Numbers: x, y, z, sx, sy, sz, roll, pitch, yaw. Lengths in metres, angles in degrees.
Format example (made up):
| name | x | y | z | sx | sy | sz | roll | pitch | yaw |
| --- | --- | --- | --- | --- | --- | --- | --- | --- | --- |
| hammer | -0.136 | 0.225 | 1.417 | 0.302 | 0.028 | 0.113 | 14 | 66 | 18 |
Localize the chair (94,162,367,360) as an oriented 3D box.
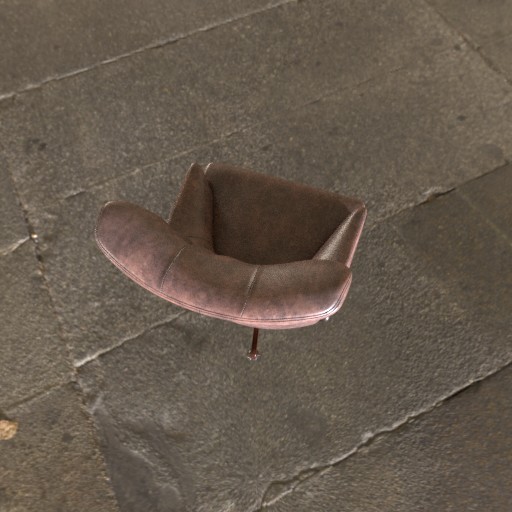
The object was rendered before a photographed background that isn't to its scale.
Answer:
| name | x | y | z | sx | sy | sz | roll | pitch | yaw |
| --- | --- | --- | --- | --- | --- | --- | --- | --- | --- |
| chair | 0.000 | 0.000 | 1.498 | 0.641 | 1.035 | 0.762 | 16 | 64 | 8 |
